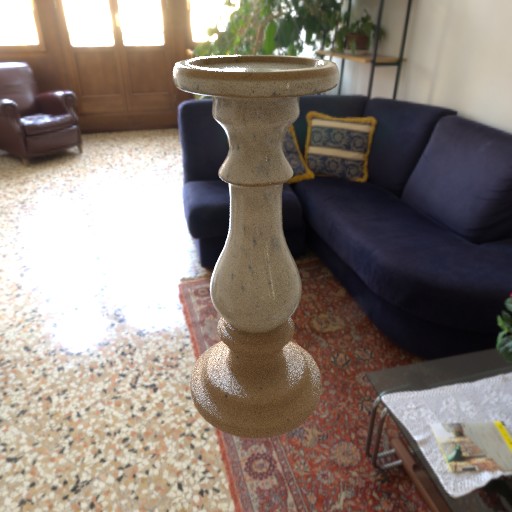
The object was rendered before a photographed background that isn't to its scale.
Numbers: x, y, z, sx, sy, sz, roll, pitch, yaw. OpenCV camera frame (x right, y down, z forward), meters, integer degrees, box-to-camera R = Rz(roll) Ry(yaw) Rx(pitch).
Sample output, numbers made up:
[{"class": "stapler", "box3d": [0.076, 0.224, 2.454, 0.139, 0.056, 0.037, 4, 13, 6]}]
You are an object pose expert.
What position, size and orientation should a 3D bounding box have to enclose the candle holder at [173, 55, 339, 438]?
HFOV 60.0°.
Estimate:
[{"class": "candle holder", "box3d": [0.000, 0.000, 0.252, 0.088, 0.203, 0.088, 0, 29, 0]}]
